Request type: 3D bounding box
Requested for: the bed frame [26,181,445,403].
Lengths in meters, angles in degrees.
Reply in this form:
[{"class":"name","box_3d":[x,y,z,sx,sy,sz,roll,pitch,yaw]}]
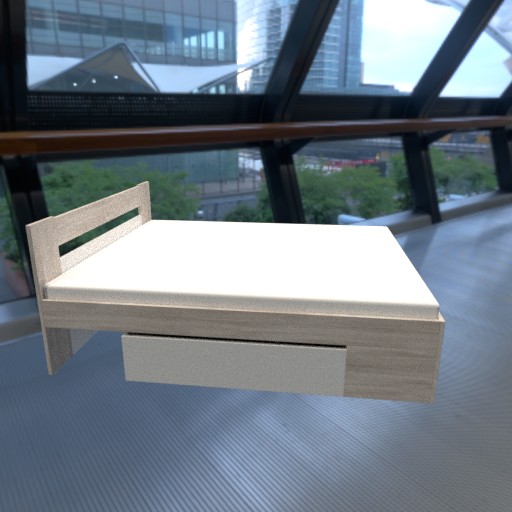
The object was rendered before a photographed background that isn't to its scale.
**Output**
[{"class":"bed frame","box_3d":[0.000,0.000,3.174,2.050,0.860,2.040,2,17,7]}]
